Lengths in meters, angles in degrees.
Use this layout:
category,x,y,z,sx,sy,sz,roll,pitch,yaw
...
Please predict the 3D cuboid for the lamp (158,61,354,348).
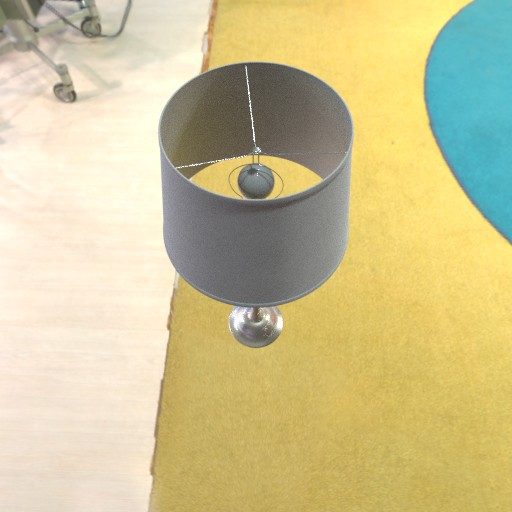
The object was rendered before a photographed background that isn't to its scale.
category,x,y,z,sx,sy,sz,roll,pitch,yaw
lamp,0.000,0.000,0.894,0.331,0.698,0.331,0,59,0
